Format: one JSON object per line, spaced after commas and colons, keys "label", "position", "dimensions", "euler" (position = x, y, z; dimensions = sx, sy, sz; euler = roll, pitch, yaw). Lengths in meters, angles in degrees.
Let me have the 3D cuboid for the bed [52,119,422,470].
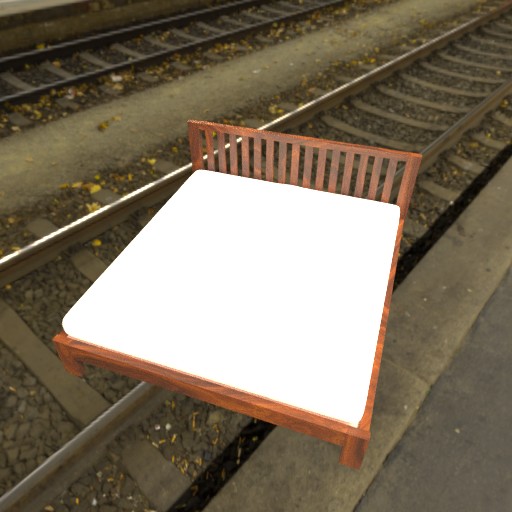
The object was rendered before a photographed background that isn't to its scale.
{"label": "bed", "position": [0.000, 0.000, 3.093], "dimensions": [1.905, 0.890, 2.030], "euler": [13, 42, 15]}
